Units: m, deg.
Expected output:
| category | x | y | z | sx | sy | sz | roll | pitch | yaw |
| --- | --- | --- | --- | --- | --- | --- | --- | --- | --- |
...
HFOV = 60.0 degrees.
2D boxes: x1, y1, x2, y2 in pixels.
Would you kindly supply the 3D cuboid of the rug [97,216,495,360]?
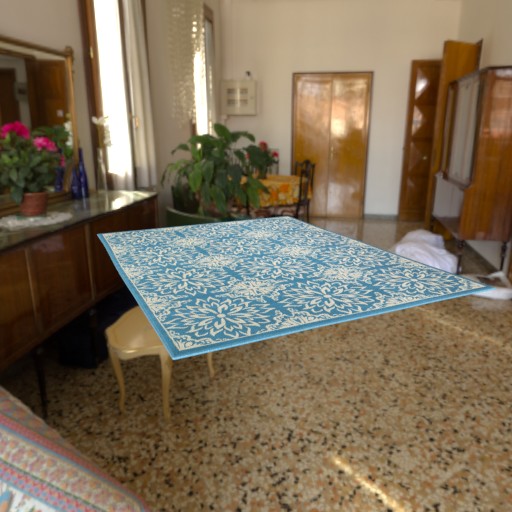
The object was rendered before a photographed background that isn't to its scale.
| category | x | y | z | sx | sy | sz | roll | pitch | yaw |
| --- | --- | --- | --- | --- | --- | --- | --- | --- | --- |
| rug | 0.000 | 0.000 | 3.941 | 2.350 | 0.018 | 2.964 | -8 | 18 | -25 |
